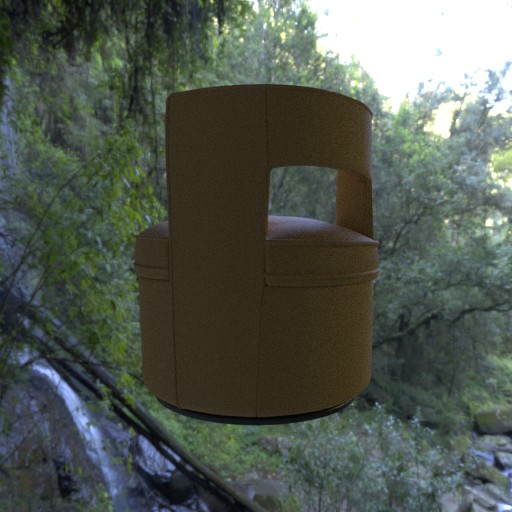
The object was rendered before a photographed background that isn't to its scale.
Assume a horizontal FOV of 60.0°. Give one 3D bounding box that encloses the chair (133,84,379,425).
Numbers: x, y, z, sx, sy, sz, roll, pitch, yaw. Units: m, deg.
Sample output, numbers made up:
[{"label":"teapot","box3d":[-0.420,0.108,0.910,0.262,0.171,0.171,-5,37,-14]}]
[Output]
[{"label":"chair","box3d":[0.000,0.000,1.221,0.650,0.723,0.665,-1,1,-36]}]
